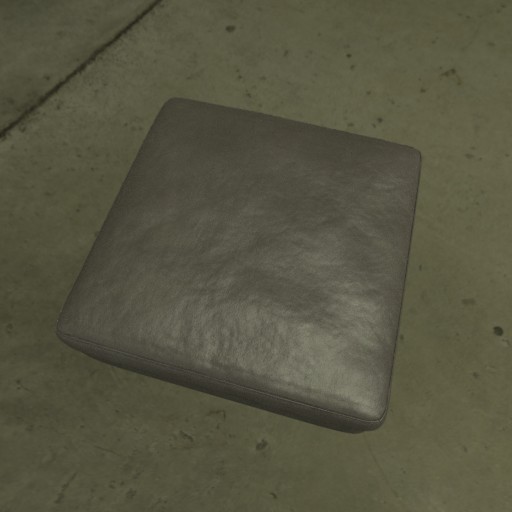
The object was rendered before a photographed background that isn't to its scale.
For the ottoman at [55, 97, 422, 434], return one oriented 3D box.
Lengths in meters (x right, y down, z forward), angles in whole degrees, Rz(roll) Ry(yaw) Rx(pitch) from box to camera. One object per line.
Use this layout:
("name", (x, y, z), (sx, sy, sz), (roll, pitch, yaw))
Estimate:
("ottoman", (0.000, 0.000, 1.333), (0.836, 0.415, 0.844), (14, 65, 7))
